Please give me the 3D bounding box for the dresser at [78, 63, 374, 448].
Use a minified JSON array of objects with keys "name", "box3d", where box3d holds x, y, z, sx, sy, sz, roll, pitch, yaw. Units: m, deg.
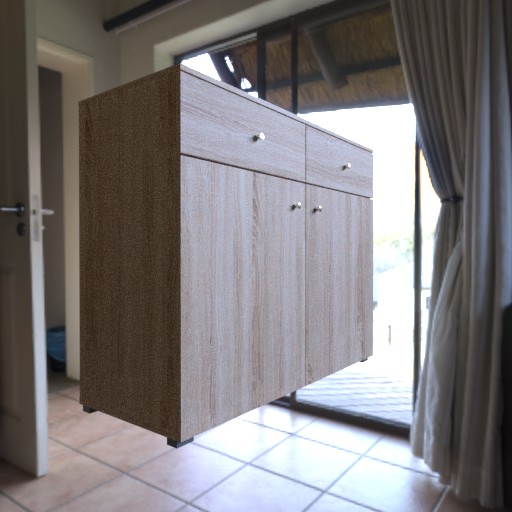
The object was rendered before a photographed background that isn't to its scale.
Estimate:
[{"name":"dresser","box3d":[0.000,0.000,1.585,0.450,0.900,1.100,0,1,38]}]
